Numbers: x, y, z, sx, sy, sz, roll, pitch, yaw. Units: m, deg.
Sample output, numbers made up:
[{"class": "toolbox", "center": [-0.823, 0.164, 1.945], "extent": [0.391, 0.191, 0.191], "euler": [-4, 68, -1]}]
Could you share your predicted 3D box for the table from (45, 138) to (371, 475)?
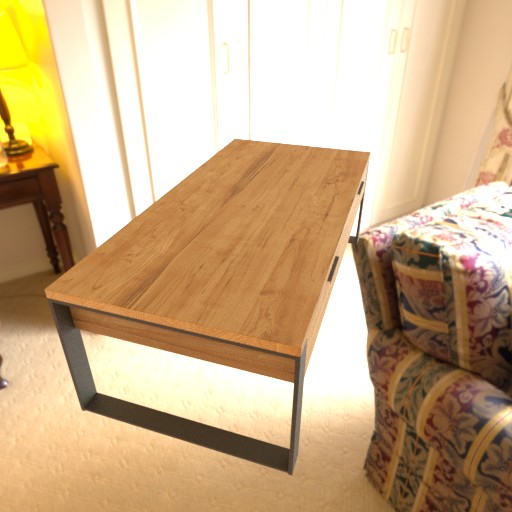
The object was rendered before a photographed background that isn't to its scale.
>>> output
[{"class": "table", "center": [0.000, 0.000, 1.479], "extent": [0.590, 0.400, 1.180], "euler": [10, 33, 16]}]
